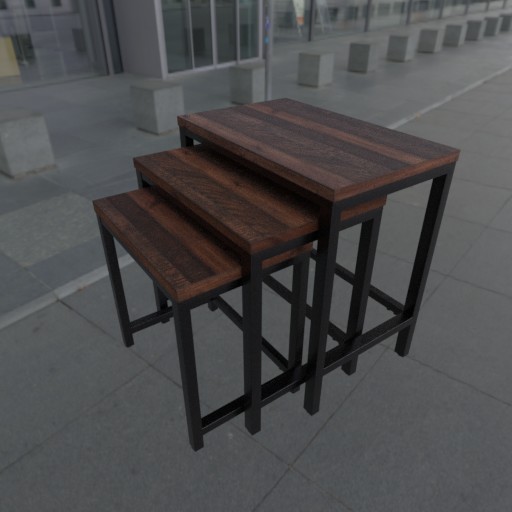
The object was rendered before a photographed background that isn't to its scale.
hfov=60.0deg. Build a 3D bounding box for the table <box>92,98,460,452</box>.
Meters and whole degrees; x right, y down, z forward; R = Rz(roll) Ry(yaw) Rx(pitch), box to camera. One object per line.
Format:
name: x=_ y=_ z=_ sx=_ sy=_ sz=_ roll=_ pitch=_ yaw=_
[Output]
table: x=0.000 y=0.000 z=1.173 sx=0.660 sy=0.616 sz=0.608 roll=-21 pitch=37 yaw=-29
